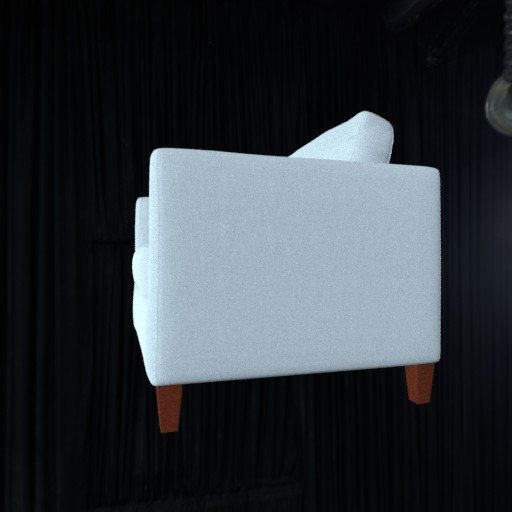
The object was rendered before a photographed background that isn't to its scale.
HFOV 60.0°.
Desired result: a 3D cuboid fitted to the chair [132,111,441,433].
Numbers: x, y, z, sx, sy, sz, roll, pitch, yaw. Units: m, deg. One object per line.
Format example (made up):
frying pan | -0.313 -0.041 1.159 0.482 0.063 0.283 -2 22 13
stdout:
chair | 0.000 0.000 1.802 0.953 0.961 1.107 0 0 -17
